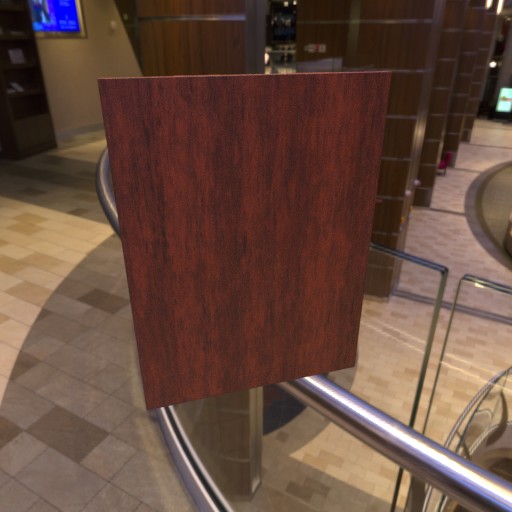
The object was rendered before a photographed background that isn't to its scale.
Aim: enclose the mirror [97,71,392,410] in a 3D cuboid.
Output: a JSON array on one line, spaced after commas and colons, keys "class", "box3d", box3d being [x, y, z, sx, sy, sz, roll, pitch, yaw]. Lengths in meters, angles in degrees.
[{"class": "mirror", "box3d": [0.000, 0.000, 1.059, 0.600, 0.805, 0.021, -8, 27, -15]}]
